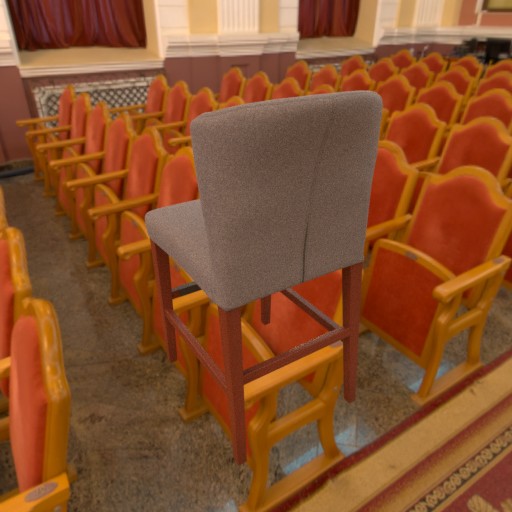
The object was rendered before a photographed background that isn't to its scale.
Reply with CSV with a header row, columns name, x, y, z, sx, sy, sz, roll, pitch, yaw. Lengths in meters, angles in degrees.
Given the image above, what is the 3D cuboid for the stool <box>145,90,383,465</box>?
name,x,y,z,sx,sy,sz,roll,pitch,yaw
stool,0.000,0.000,1.292,0.481,0.968,0.568,-17,33,-28
